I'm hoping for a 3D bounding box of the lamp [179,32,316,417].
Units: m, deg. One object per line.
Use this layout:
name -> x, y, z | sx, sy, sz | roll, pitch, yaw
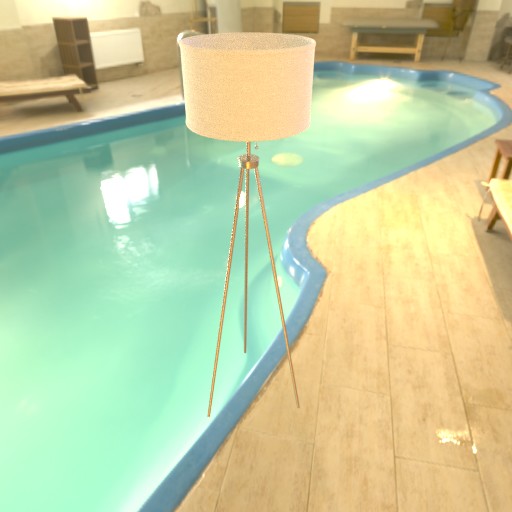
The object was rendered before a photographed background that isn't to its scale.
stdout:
lamp -> 0.000, 0.000, 1.753 | 0.458, 1.545, 0.448 | 10, 34, 15
